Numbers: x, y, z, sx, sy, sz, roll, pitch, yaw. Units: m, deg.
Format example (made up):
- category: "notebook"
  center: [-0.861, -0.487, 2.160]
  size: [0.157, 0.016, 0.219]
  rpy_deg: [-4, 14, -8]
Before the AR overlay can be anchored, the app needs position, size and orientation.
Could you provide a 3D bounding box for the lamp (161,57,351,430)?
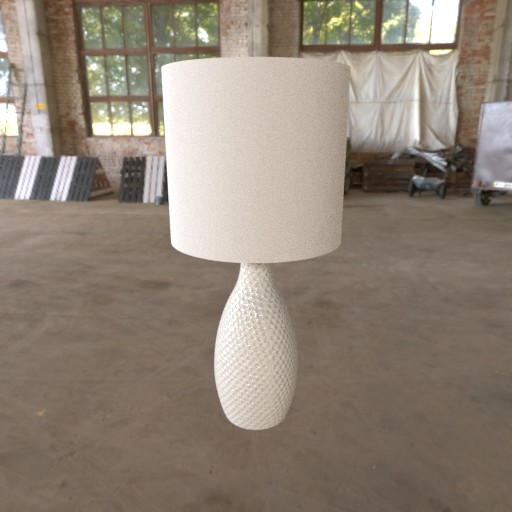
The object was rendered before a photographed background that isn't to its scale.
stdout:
- category: "lamp"
  center: [0.000, 0.000, 0.577]
  size: [0.214, 0.466, 0.214]
  rpy_deg: [8, 18, 25]
